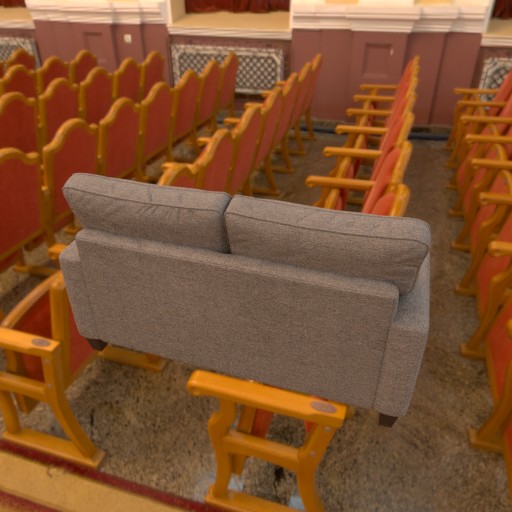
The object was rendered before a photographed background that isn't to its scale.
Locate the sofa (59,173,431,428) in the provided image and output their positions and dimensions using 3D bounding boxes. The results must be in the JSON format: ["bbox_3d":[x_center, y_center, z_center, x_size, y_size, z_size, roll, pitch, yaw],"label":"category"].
[{"bbox_3d":[0.000,0.000,2.246,1.651,0.965,0.965,10,34,15],"label":"sofa"}]
